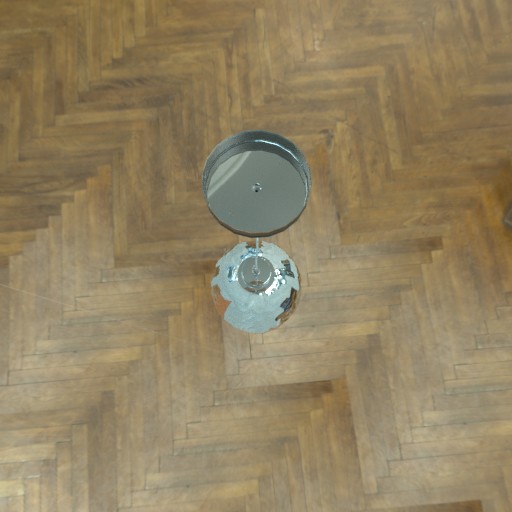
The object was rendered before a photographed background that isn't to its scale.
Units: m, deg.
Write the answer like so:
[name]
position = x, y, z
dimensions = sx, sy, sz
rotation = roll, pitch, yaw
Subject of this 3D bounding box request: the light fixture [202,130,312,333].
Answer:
[light fixture]
position = 0.000, 0.000, 1.746
dimensions = 0.500, 1.511, 0.496
rotation = 41, 80, 9
